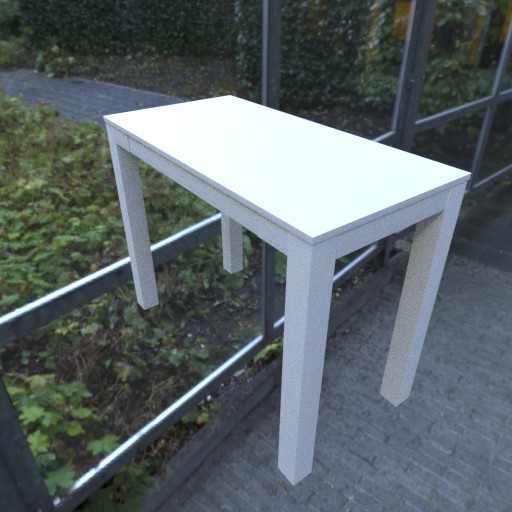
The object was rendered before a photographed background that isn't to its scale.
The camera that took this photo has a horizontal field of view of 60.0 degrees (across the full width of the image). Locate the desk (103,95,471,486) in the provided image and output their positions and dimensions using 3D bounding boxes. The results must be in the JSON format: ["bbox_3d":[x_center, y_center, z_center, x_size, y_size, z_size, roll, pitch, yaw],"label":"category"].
[{"bbox_3d":[0.000,0.000,1.432,0.497,0.762,0.990,-22,38,-31],"label":"desk"}]
